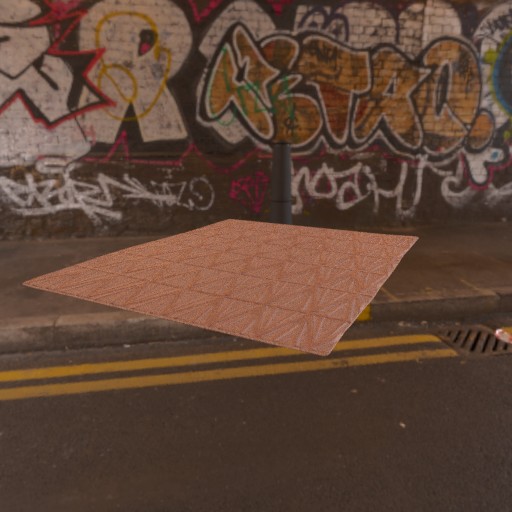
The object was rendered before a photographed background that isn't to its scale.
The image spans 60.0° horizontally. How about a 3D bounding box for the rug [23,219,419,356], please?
[{"bbox_3d":[0.000,0.000,4.127,2.453,0.043,3.052,8,17,27],"label":"rug"}]
